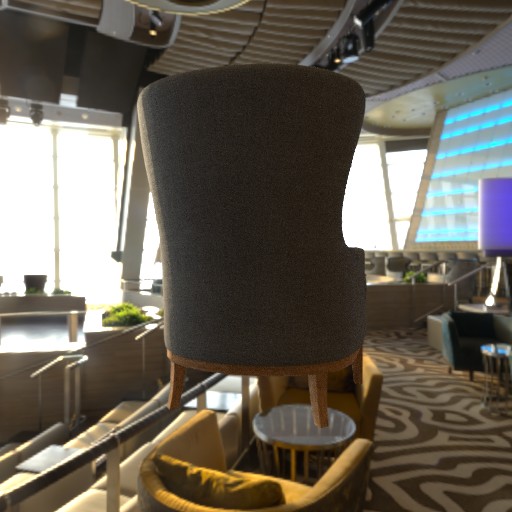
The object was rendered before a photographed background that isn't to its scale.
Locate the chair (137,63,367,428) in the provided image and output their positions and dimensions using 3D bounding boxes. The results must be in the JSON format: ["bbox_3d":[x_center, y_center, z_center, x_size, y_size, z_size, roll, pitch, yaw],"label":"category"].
[{"bbox_3d":[0.000,0.000,1.774,0.864,1.176,0.883,0,1,17],"label":"chair"}]
